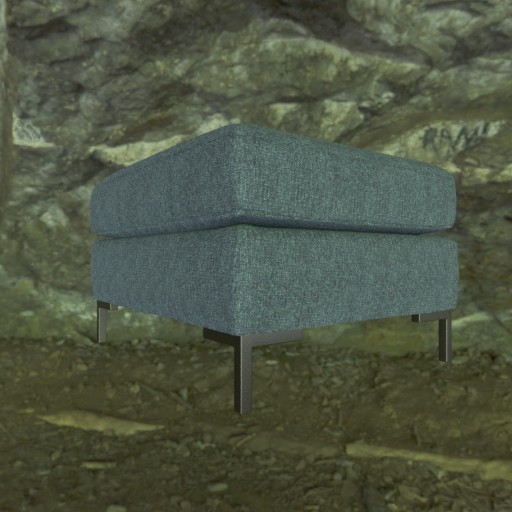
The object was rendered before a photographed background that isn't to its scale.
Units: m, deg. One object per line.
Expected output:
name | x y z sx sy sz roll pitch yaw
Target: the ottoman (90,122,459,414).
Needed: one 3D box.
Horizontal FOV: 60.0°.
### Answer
ottoman | 0.000 0.000 1.250 0.695 0.533 0.831 0 0 -36
